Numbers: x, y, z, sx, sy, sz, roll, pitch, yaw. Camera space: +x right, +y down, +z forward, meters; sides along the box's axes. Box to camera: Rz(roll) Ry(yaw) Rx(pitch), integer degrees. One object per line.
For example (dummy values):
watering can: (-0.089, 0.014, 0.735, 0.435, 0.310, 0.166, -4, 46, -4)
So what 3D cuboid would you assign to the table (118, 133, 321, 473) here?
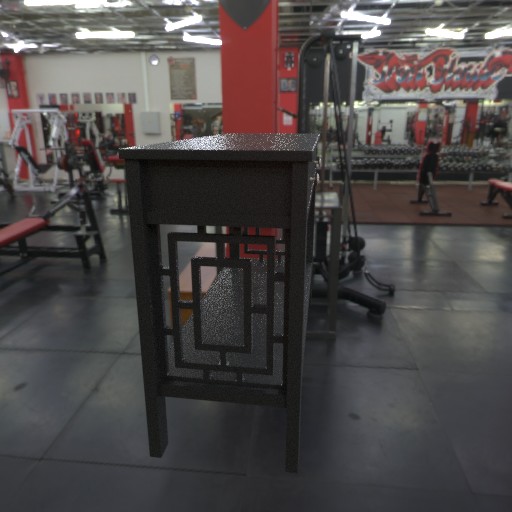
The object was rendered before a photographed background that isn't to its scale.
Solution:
table: (0.000, 0.000, 1.470, 0.397, 0.753, 1.068, 3, 17, 8)
